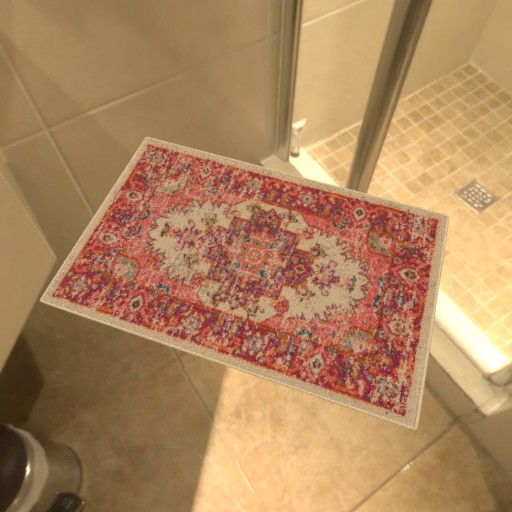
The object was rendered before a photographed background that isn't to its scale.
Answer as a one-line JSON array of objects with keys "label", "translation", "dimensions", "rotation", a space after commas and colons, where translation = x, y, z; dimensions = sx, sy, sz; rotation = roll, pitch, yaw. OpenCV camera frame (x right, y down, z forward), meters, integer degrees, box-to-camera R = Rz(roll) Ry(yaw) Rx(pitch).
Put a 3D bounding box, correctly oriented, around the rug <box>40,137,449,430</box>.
[{"label": "rug", "translation": [0.000, 0.000, 1.083], "dimensions": [0.868, 0.004, 0.556], "rotation": [16, 61, 10]}]
